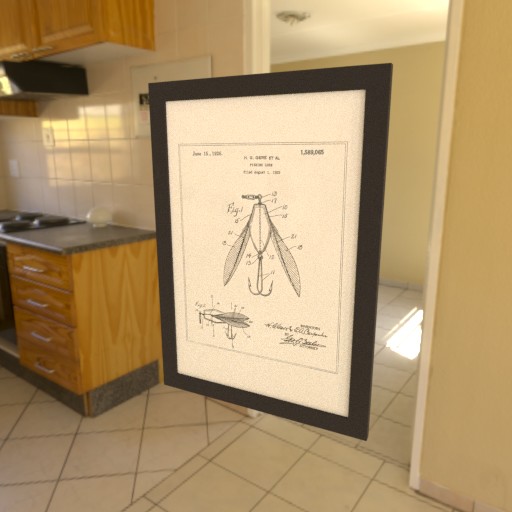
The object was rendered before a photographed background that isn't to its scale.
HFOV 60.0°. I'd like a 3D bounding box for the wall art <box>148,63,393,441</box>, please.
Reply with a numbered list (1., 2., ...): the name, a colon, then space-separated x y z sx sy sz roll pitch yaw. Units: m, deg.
1. wall art: 0.000 0.000 0.697 0.380 0.534 0.013 6 15 25
